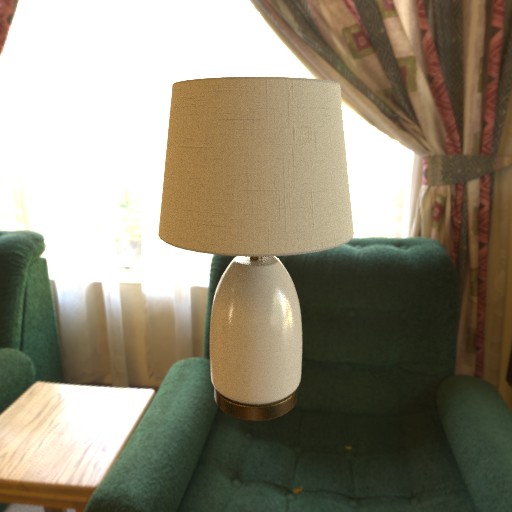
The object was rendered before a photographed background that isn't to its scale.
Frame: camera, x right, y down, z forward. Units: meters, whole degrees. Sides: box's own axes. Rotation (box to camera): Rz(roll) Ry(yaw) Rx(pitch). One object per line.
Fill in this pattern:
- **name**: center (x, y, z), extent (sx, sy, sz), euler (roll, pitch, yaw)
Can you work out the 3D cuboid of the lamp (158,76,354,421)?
- **lamp**: center (0.000, 0.000, 0.671), extent (0.285, 0.483, 0.285), euler (0, 16, 0)
